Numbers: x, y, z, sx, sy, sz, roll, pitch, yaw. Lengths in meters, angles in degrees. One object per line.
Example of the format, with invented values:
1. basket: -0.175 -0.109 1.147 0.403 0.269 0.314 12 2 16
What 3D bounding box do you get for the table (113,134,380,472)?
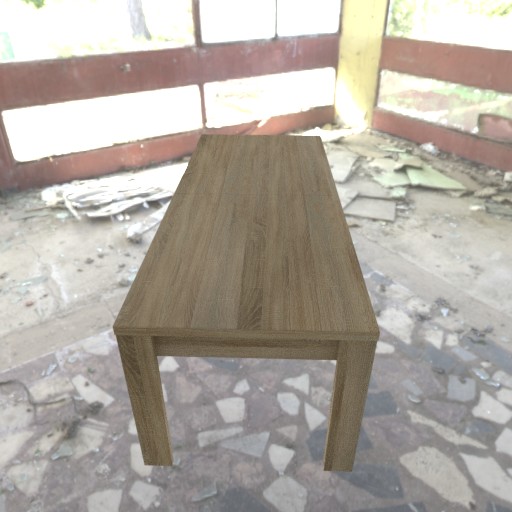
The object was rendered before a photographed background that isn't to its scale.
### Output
1. table: 0.000 0.000 2.630 0.900 0.790 2.200 1 32 2
